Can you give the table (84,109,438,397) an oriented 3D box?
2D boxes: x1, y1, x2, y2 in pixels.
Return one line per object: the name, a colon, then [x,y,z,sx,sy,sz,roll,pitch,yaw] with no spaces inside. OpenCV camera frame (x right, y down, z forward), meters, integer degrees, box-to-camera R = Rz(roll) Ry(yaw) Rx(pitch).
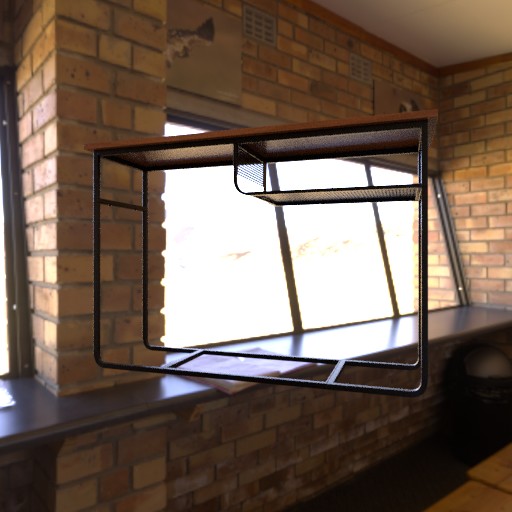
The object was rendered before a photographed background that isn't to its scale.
table: [0.000,0.000,1.475,1.100,0.750,0.350,0,0,19]
